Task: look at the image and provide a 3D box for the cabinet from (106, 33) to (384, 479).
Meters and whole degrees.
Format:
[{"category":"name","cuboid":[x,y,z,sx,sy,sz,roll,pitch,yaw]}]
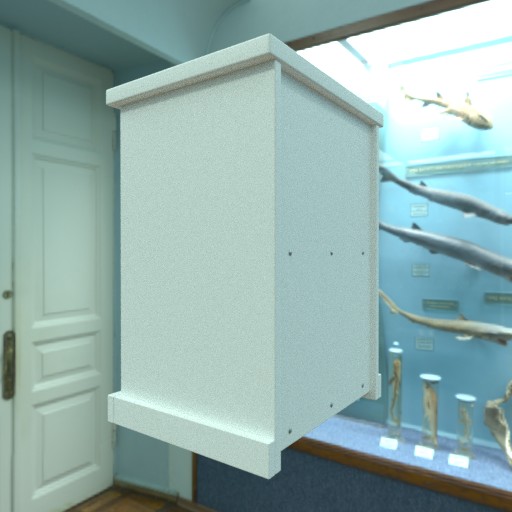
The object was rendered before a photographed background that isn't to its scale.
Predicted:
[{"category":"cabinet","cuboid":[0.000,0.000,1.049,0.431,0.723,0.520,0,1,36]}]
